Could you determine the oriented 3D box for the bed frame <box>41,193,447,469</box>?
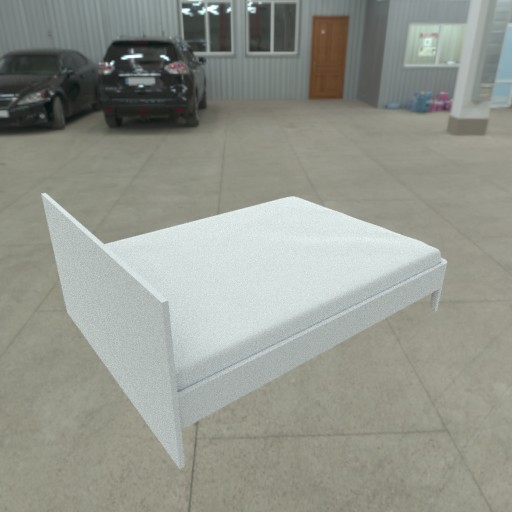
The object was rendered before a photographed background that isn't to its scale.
[{"bbox_3d":[0.000,0.000,2.714,1.950,0.800,1.490,-19,31,-34],"label":"bed frame"}]
